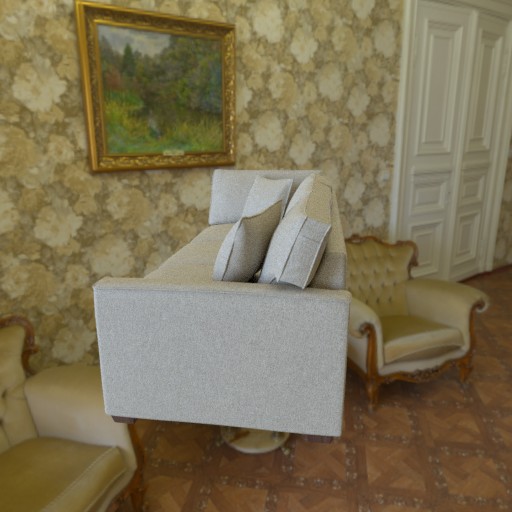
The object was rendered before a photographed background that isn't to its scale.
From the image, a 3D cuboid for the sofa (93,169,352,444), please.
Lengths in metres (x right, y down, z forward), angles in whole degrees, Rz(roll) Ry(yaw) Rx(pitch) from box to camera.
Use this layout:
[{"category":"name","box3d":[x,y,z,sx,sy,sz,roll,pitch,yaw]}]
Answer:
[{"category":"sofa","box3d":[0.000,0.000,2.811,1.053,0.948,2.323,2,15,8]}]
